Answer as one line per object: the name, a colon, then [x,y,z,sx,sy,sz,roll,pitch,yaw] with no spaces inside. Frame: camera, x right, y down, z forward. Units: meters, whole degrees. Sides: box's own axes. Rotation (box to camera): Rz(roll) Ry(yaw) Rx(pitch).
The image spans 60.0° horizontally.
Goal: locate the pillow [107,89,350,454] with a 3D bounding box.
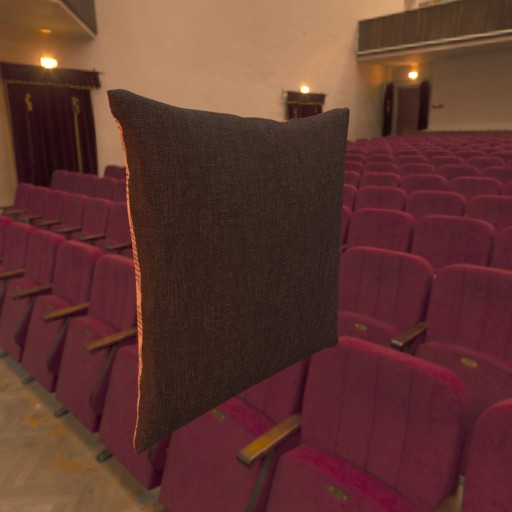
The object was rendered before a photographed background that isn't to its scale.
pillow: [0.000,0.000,0.765,0.145,0.510,0.510,15,21,43]
